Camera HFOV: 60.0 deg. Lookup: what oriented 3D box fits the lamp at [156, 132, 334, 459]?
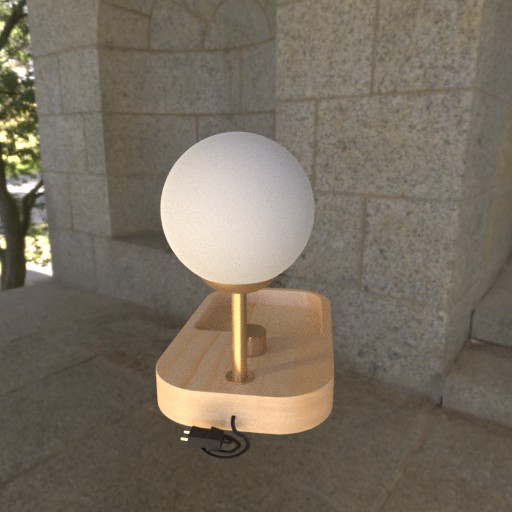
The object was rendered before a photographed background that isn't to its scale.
[{"bbox_3d":[0.000,0.000,0.479,0.173,0.253,0.331,2,14,8],"label":"lamp"}]
